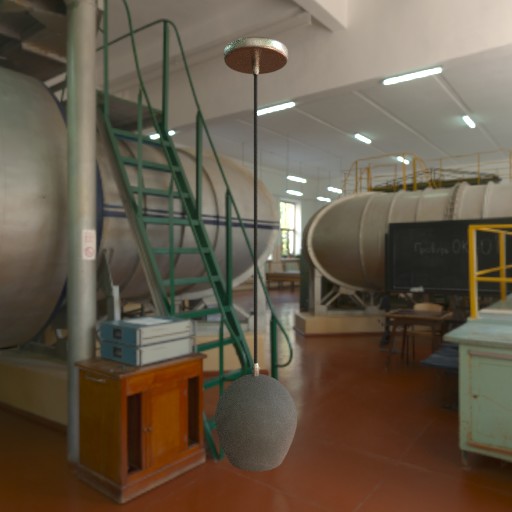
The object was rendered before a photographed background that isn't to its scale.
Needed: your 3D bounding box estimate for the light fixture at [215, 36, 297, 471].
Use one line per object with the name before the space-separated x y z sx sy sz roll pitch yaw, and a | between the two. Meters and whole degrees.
light fixture | 0.000 0.000 0.828 0.153 0.760 0.153 0 0 -18
